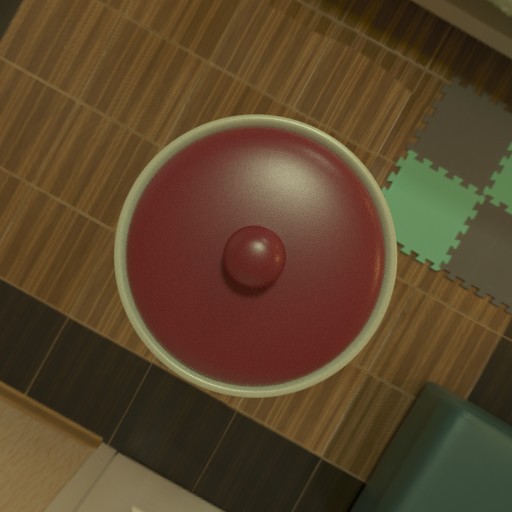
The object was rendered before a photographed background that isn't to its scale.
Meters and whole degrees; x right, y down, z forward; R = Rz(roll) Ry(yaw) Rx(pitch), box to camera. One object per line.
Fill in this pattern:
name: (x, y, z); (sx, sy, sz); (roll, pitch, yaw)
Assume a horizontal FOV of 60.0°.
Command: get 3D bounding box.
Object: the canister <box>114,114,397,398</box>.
canister: (0.000, 0.000, 0.341); (0.181, 0.211, 0.181); (0, 90, 0)
